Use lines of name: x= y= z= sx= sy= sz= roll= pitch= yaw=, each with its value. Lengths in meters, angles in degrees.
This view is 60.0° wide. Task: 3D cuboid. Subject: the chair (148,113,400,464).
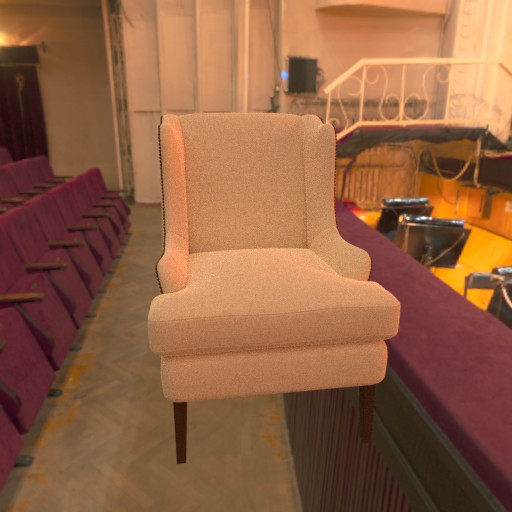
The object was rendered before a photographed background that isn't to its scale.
chair: x=0.000 y=0.000 z=1.657 sx=0.737 sy=1.029 sz=0.940 roll=-3 pitch=17 yaw=-8
